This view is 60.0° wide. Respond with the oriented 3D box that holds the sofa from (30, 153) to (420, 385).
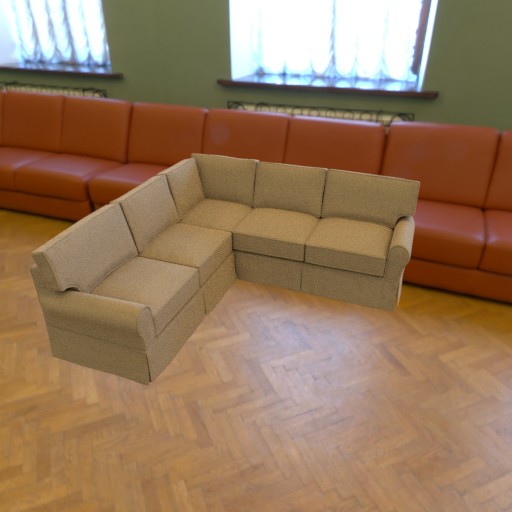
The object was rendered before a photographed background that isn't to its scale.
[{"bbox_3d":[0.000,0.000,4.191,2.733,1.124,2.730,10,31,18],"label":"sofa"}]
